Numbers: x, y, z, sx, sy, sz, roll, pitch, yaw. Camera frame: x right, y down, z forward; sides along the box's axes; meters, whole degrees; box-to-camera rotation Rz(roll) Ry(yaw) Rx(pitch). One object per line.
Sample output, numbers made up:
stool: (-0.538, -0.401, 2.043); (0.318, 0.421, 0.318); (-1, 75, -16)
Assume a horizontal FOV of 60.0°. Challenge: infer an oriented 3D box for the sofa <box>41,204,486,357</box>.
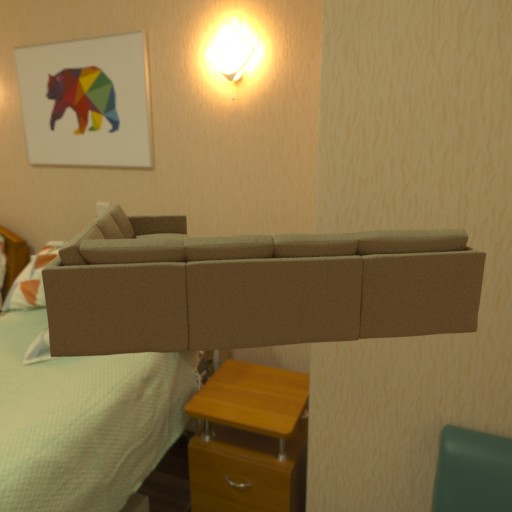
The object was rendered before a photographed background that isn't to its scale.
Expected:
sofa: (0.000, 0.000, 4.599); (3.528, 0.878, 2.476); (-2, 14, -8)
